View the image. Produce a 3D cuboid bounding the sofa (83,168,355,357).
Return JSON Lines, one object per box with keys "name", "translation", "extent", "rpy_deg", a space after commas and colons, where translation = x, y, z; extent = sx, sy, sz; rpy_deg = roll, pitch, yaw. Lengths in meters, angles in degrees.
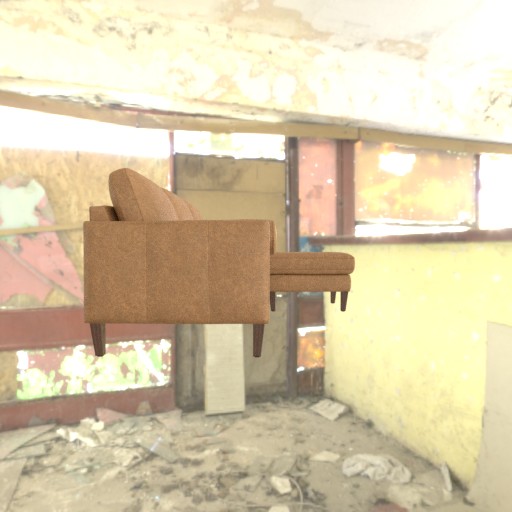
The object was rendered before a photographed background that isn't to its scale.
{"name": "sofa", "translation": [0.000, 0.000, 3.026], "extent": [1.506, 0.876, 2.178], "rpy_deg": [0, 1, 1]}
